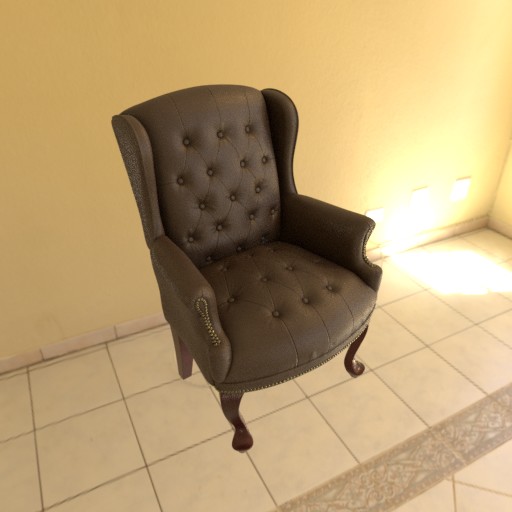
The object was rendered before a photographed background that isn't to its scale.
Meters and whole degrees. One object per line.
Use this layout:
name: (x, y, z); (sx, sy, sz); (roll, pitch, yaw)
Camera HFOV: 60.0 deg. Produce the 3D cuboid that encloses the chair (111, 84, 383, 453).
chair: (0.000, 0.000, 1.684); (0.829, 1.132, 0.819); (-21, 37, -31)
